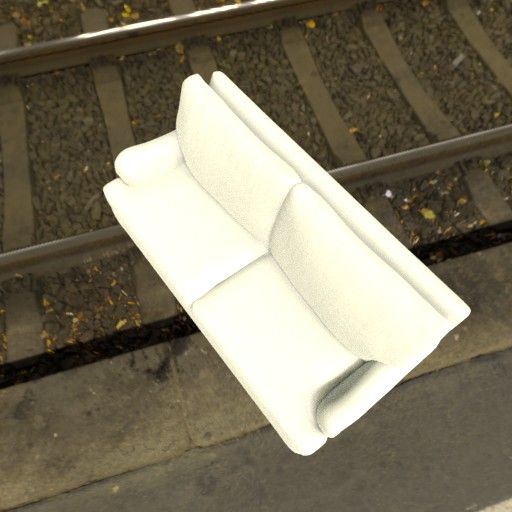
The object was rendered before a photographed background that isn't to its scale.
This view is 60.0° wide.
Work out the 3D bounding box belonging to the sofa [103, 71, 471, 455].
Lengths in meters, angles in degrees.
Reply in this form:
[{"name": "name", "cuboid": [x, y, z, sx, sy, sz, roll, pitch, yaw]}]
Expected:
[{"name": "sofa", "cuboid": [0.000, 0.000, 2.799, 1.069, 1.096, 2.193, -35, 69, -16]}]
